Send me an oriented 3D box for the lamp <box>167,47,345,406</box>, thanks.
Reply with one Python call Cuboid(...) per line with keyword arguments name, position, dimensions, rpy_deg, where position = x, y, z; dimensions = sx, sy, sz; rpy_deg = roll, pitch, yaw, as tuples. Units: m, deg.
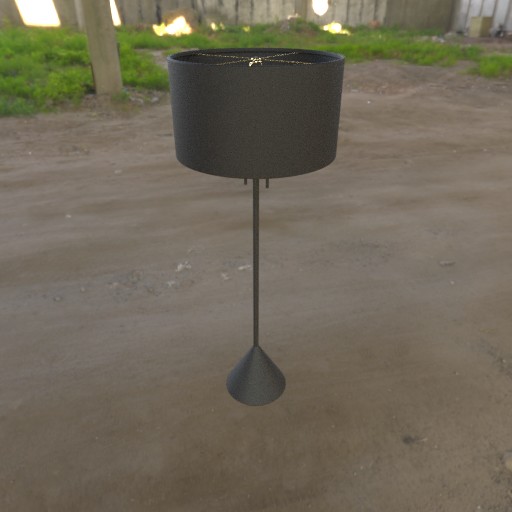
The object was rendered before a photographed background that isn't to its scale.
Cuboid(name="lamp", position=(0.000, 0.000, 1.841), dimensions=(0.580, 1.526, 0.580), rpy_deg=(20, 35, 31))
